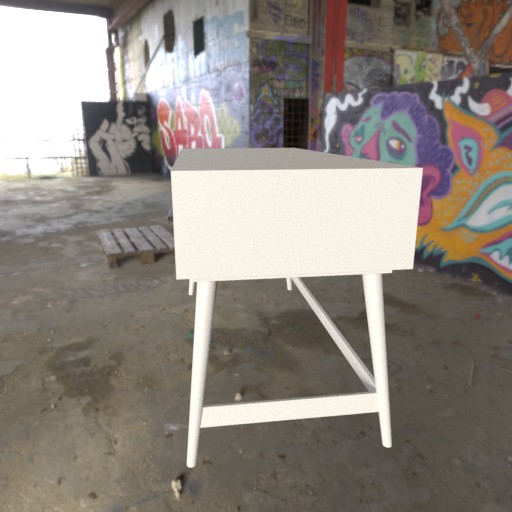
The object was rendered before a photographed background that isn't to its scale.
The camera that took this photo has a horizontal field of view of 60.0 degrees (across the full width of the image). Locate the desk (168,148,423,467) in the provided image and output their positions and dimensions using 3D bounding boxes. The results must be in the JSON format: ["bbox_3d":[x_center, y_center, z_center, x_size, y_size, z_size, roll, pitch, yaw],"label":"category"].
[{"bbox_3d":[0.000,0.000,1.707,0.589,0.762,1.313,-2,16,-8],"label":"desk"}]
